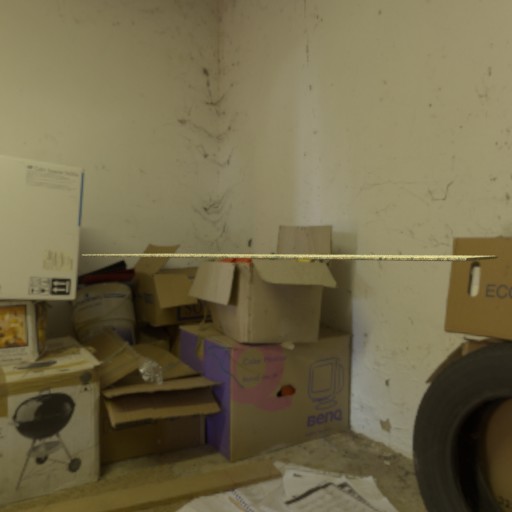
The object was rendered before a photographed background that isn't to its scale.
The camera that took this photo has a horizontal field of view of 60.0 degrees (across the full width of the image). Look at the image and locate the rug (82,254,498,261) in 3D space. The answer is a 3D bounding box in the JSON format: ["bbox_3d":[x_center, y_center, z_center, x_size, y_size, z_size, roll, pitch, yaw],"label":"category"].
[{"bbox_3d":[0.000,0.000,2.463,2.290,0.014,0.700,1,1,36],"label":"rug"}]
